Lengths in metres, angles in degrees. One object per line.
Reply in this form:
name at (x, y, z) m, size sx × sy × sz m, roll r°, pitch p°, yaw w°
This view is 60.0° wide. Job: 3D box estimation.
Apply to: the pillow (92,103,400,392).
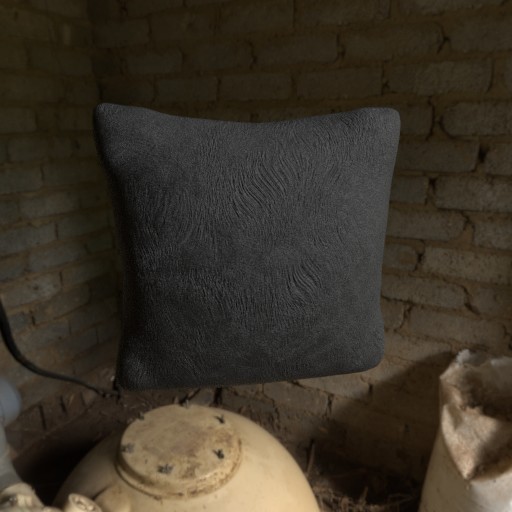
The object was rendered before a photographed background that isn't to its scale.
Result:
pillow at (0.000, 0.000, 0.805) m, size 0.533 × 0.523 × 0.210 m, roll -3°, pitch 17°, yaw -9°
